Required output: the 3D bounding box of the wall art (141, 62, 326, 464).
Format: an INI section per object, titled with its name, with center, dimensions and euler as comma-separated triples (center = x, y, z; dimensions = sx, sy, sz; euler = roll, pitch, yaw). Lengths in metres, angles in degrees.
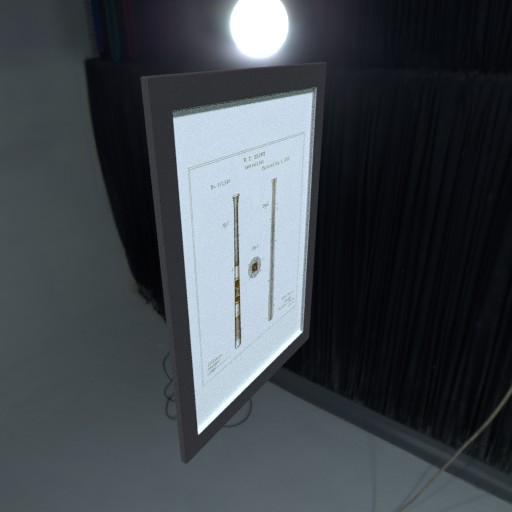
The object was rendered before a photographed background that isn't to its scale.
[wall art]
center = 0.000, 0.000, 0.676
dimensions = 0.012, 0.529, 0.374
euler = 17, 31, 31
